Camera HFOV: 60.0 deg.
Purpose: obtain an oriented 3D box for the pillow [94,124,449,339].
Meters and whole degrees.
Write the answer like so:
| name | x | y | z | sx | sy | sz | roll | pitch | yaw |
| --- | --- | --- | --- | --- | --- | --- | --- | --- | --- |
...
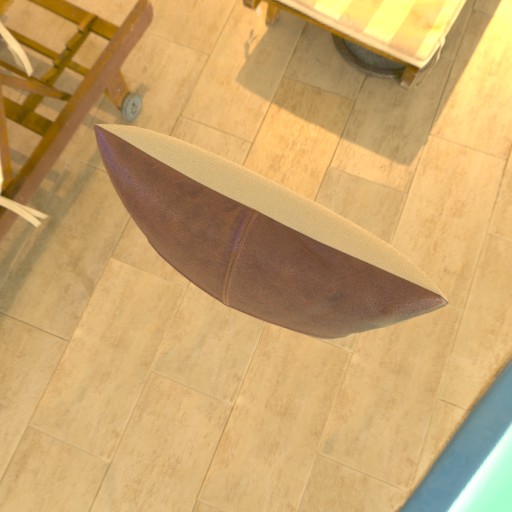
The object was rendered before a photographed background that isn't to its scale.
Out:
| name | x | y | z | sx | sy | sz | roll | pitch | yaw |
| --- | --- | --- | --- | --- | --- | --- | --- | --- | --- |
| pillow | 0.000 | 0.000 | 0.741 | 0.484 | 0.470 | 0.192 | 27 | 79 | 6 |
